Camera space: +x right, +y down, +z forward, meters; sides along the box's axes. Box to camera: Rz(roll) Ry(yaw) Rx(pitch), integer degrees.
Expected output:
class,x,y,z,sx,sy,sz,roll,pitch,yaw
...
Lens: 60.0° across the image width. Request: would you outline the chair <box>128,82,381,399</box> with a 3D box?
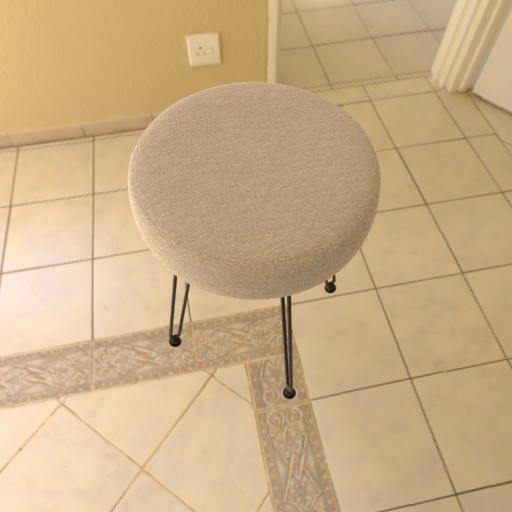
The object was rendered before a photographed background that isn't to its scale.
class,x,y,z,sx,sy,sz,roll,pitch,yaw
chair,0.000,0.000,0.690,0.350,0.440,0.350,-18,59,-11
